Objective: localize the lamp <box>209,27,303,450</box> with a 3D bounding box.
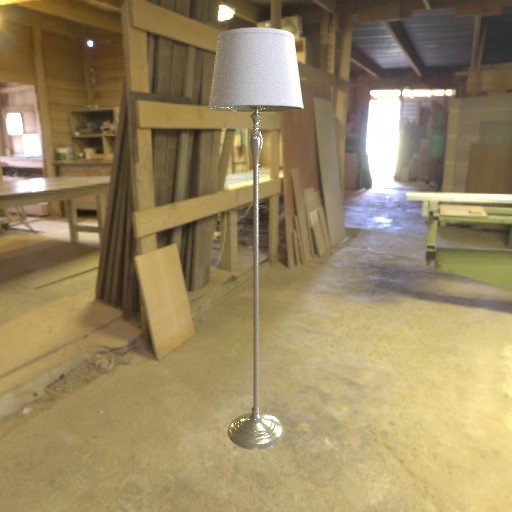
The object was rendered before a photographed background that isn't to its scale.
[{"bbox_3d":[0.000,0.000,1.663,0.327,1.506,0.327,7,16,26],"label":"lamp"}]
